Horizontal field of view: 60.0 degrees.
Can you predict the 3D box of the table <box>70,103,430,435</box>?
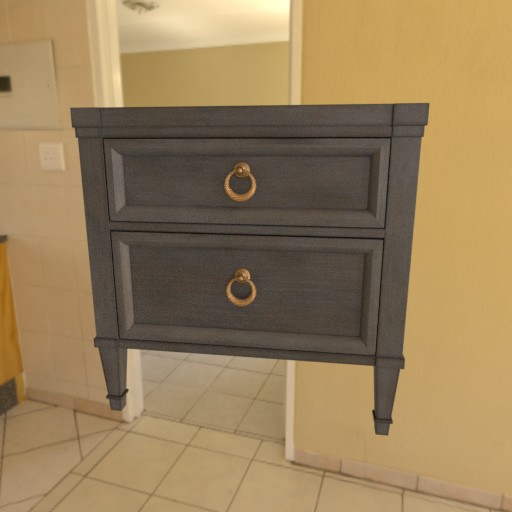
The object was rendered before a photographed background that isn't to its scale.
[{"bbox_3d":[0.000,0.000,1.074,0.660,0.660,0.413,2,14,8],"label":"table"}]
